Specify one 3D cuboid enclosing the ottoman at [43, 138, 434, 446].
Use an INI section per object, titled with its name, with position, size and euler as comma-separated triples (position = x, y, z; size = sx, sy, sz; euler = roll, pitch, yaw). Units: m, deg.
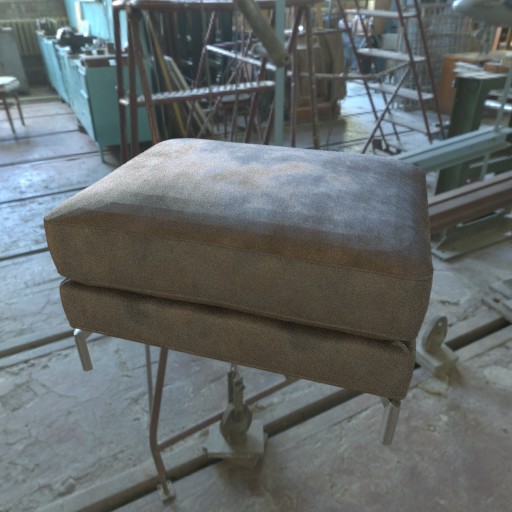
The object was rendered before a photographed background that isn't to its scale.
[ottoman]
position = 0.000, 0.000, 1.040
size = 0.719, 0.456, 0.520
euler = 9, 32, 14
